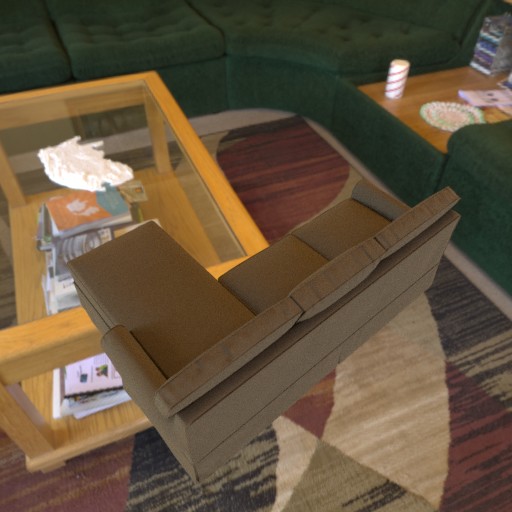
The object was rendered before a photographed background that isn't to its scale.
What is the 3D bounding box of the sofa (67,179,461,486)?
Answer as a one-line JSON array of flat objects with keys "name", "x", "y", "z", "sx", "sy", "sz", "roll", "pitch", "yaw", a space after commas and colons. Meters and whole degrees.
[{"name": "sofa", "x": 0.000, "y": 0.000, "z": 3.267, "sx": 2.475, "sy": 0.978, "sz": 1.733, "roll": -32, "pitch": 53, "yaw": -27}]
